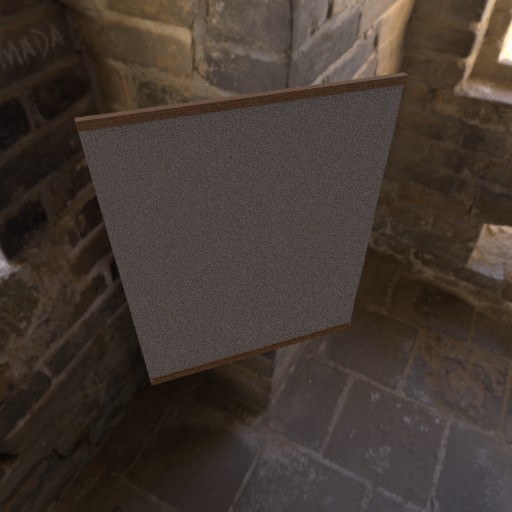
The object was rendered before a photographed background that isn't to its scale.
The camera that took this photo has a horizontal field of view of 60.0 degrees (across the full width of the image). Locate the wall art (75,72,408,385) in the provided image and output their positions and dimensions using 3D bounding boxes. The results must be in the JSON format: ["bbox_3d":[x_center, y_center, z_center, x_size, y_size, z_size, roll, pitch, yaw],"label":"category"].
[{"bbox_3d":[0.000,0.000,0.686,0.404,0.507,0.010,-13,44,-14],"label":"wall art"}]
